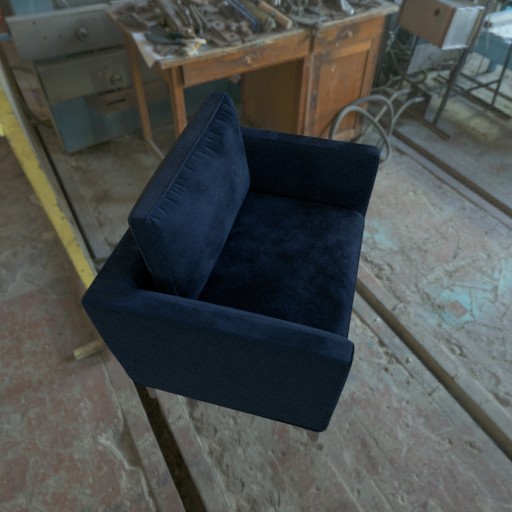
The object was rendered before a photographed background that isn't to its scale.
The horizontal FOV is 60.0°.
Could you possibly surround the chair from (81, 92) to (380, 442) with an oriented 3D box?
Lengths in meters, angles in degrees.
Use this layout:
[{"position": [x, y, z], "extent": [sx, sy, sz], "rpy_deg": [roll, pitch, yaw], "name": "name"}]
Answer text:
[{"position": [0.000, 0.000, 1.614], "extent": [0.746, 0.893, 0.977], "rpy_deg": [11, 48, 10], "name": "chair"}]
